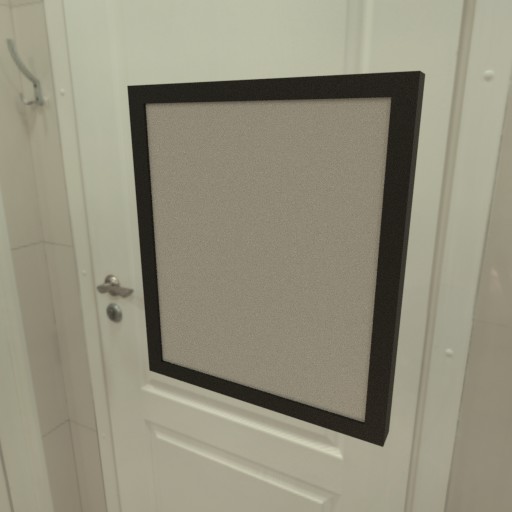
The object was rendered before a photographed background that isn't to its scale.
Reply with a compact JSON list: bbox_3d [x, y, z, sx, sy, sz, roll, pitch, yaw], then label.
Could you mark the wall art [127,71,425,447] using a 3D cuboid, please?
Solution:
[{"bbox_3d":[0.000,0.000,0.516,0.330,0.381,0.029,9,19,27],"label":"wall art"}]
